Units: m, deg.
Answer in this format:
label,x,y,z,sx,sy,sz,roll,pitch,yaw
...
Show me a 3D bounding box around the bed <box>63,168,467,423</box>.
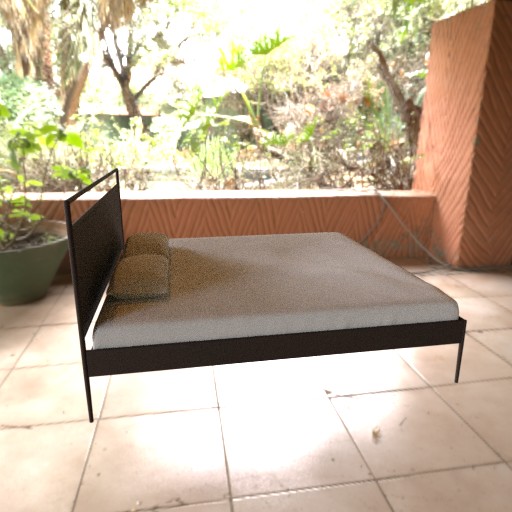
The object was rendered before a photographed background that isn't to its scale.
label,x,y,z,sx,sy,sz,roll,pitch,yaw
bed,0.000,0.000,3.298,2.151,1.173,1.993,-3,16,-10
